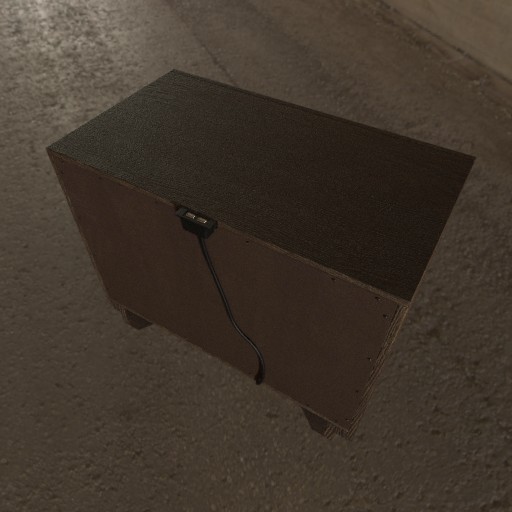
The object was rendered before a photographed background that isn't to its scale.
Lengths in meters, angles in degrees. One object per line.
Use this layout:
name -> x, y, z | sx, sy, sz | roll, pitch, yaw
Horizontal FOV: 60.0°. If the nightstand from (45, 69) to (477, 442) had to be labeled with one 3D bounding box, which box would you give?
nightstand -> 0.000, 0.000, 1.127 | 0.775, 0.612, 0.457 | 24, 52, 20
